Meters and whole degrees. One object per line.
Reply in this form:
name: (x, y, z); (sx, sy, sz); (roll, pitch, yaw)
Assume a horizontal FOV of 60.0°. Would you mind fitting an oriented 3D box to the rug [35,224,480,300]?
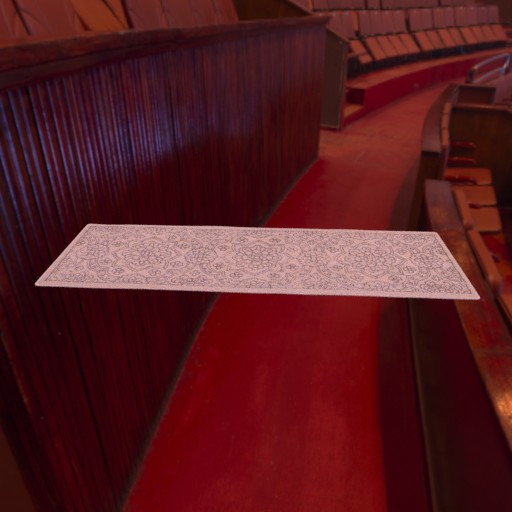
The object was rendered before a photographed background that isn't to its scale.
rug: (0.000, 0.000, 2.748); (2.431, 0.006, 0.806); (2, 30, 3)
